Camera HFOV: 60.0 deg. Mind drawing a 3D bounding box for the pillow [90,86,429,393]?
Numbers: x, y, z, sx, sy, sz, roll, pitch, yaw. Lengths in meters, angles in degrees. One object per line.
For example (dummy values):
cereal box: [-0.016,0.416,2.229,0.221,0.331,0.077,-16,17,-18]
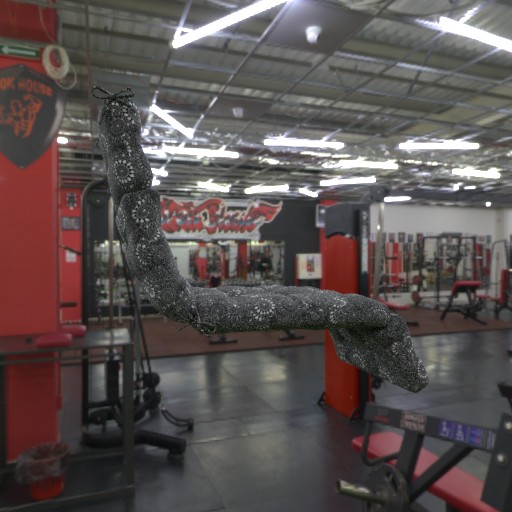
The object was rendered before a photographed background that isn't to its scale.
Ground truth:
pillow: [0.000,0.000,1.475,1.016,0.863,0.526,0,0,-18]
